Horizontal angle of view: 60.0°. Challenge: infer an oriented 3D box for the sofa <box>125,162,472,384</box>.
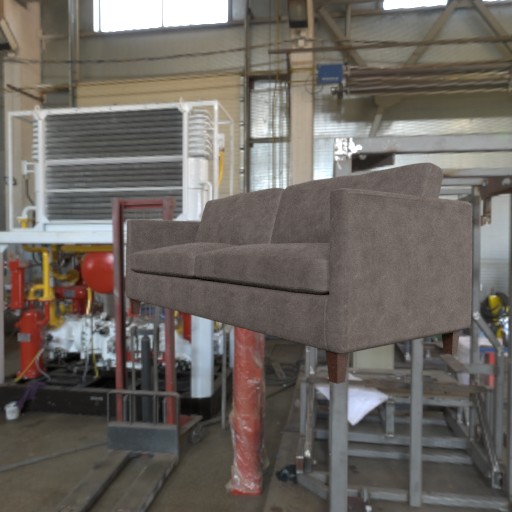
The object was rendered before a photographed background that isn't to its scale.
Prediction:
[{"bbox_3d":[0.000,0.000,2.911,0.951,0.965,2.434,-1,1,-36],"label":"sofa"}]
